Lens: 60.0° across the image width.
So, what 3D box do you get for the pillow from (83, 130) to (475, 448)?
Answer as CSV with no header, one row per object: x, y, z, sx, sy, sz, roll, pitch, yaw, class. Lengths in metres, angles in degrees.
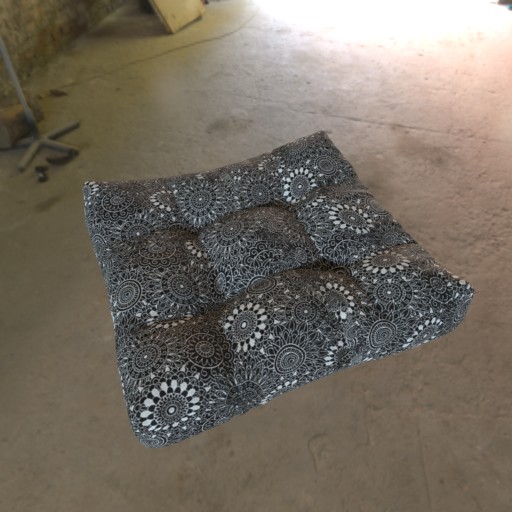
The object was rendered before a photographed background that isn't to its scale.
0.000,0.000,0.721,0.490,0.128,0.468,-17,50,-14,pillow
